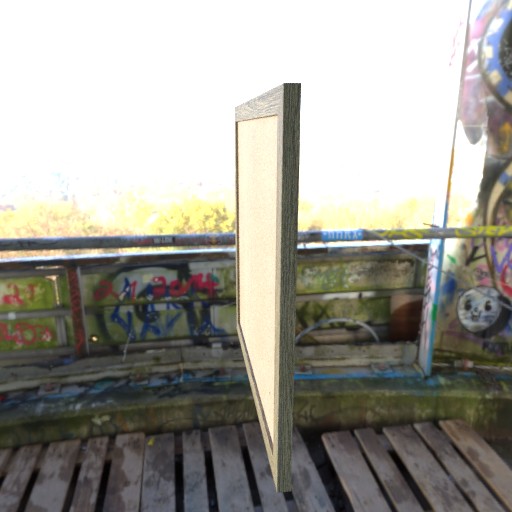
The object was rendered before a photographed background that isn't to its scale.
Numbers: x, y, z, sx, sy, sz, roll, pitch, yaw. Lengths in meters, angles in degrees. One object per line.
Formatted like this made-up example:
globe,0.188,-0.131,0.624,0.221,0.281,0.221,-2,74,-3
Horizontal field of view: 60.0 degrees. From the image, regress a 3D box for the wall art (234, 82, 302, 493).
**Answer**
wall art,0.000,0.000,0.760,0.019,0.508,0.508,-2,16,-8
